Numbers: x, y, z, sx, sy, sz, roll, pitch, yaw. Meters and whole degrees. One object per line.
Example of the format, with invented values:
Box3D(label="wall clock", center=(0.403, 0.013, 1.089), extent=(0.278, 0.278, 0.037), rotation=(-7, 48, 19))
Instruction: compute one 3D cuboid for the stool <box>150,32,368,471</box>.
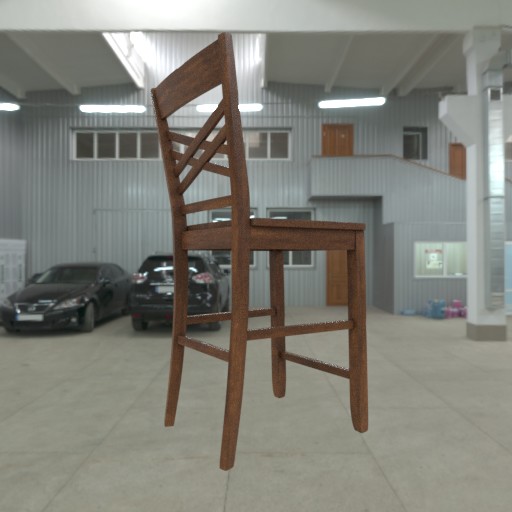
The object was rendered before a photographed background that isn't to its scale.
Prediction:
Box3D(label="stool", center=(0.000, 0.000, 1.393), extent=(0.539, 1.079, 0.462), rotation=(0, 0, -35))
